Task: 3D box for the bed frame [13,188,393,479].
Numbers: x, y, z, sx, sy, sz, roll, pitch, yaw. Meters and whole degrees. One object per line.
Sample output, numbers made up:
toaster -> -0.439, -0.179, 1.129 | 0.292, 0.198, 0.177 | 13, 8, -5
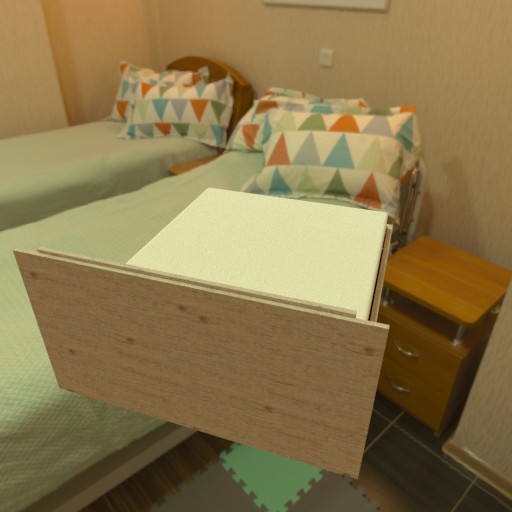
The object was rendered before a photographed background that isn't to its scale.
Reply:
bed frame -> 0.000, 0.000, 2.963 | 1.750, 0.970, 2.080 | 10, 33, 16
